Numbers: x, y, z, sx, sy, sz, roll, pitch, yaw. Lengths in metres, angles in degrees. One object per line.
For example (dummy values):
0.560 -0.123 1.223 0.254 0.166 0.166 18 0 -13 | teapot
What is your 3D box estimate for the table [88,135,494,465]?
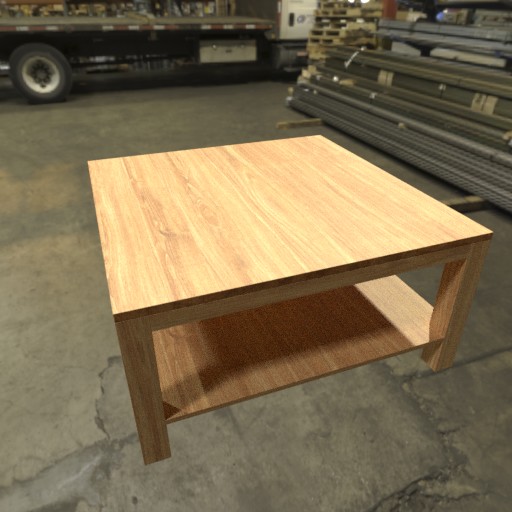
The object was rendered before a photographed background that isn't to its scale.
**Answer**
0.000 0.000 1.420 0.900 0.450 0.900 -11 33 -18 | table
